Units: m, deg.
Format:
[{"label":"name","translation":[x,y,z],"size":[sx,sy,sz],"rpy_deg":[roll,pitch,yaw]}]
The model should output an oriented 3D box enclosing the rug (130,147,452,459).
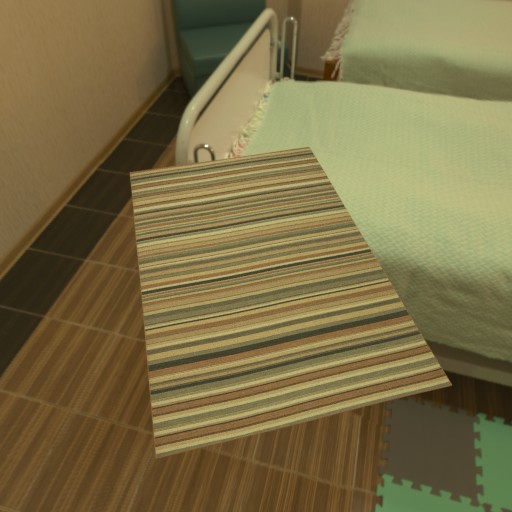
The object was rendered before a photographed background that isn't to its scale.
[{"label":"rug","translation":[0.000,0.000,2.344],"size":[1.219,0.008,1.829],"rpy_deg":[-10,47,-10]}]
